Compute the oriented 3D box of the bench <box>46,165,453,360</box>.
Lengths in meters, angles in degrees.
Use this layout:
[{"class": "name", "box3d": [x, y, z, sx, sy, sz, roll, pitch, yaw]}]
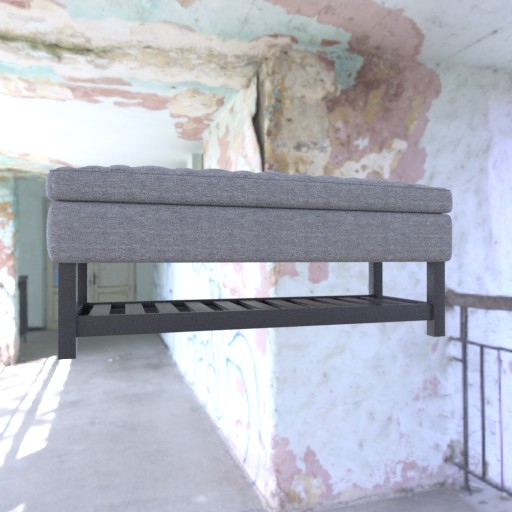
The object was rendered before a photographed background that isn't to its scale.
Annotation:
[{"class": "bench", "box3d": [0.000, 0.000, 1.323, 1.100, 0.470, 0.429, 0, 0, -17]}]
